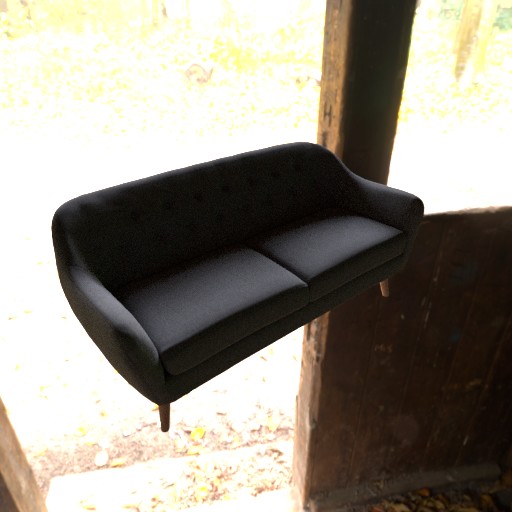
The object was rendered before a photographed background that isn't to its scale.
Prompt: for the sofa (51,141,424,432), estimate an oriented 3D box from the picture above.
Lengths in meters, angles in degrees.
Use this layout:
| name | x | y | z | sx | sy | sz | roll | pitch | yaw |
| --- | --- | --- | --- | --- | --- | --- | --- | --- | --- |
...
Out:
| name | x | y | z | sx | sy | sz | roll | pitch | yaw |
| --- | --- | --- | --- | --- | --- | --- | --- | --- | --- |
| sofa | 0.000 | 0.000 | 2.282 | 1.840 | 0.820 | 0.820 | -23 | 37 | -33 |
